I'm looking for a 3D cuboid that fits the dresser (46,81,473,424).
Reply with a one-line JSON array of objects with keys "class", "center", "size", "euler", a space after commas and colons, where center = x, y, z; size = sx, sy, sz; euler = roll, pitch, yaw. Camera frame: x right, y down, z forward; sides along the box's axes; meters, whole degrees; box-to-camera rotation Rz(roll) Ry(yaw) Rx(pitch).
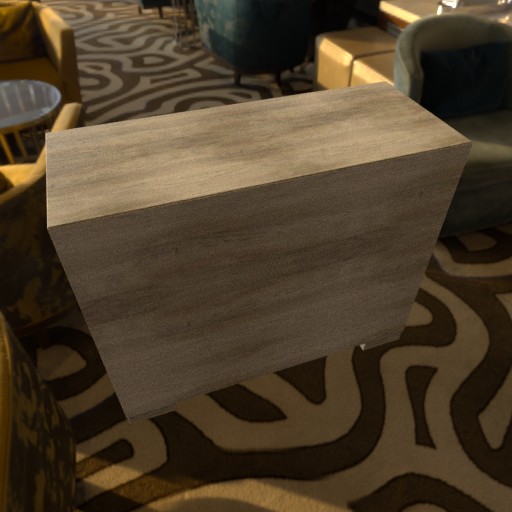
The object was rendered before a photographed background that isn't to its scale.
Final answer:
[{"class": "dresser", "center": [0.000, 0.000, 1.390], "size": [0.994, 0.816, 0.404], "euler": [-14, 45, -14]}]
